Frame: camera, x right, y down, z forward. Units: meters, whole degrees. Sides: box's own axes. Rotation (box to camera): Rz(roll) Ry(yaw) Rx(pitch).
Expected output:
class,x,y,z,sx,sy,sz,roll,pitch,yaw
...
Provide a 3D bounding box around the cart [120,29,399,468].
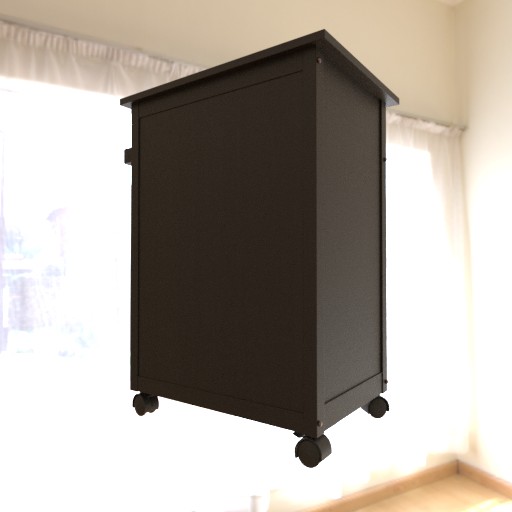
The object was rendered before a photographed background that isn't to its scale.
class,x,y,z,sx,sy,sz,roll,pitch,yaw
cart,0.000,0.000,1.239,0.660,0.879,0.456,-1,-1,36
